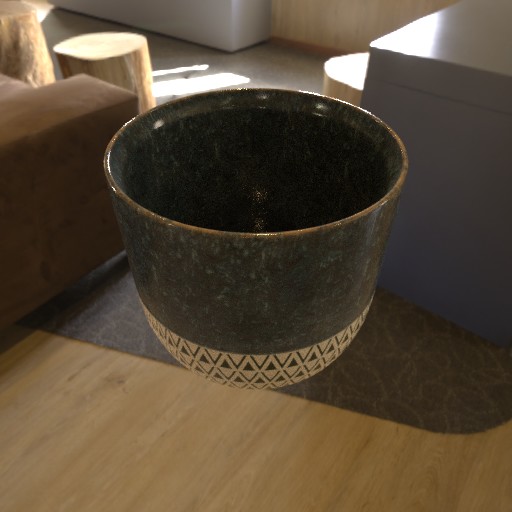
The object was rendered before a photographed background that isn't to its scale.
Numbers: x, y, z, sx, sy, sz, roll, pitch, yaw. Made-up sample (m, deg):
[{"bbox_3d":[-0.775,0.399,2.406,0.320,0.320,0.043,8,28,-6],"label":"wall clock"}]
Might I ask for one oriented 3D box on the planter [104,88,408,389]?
[{"bbox_3d":[0.000,0.000,0.487,0.266,0.270,0.266,0,41,0],"label":"planter"}]
